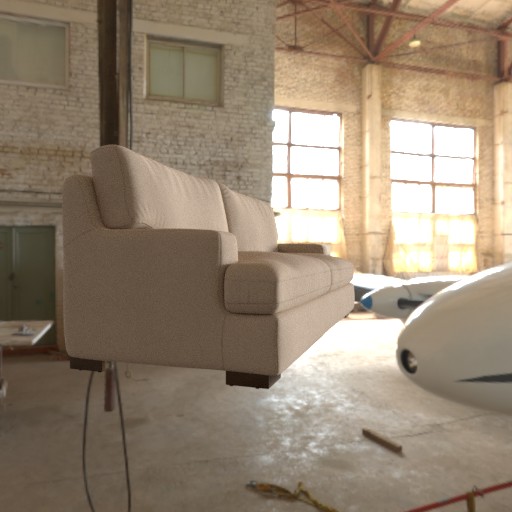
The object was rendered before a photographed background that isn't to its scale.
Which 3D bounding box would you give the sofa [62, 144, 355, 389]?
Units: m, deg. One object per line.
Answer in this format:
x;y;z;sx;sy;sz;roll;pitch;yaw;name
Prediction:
0.000;0.000;2.629;0.929;0.925;2.147;0;0;19;sofa
